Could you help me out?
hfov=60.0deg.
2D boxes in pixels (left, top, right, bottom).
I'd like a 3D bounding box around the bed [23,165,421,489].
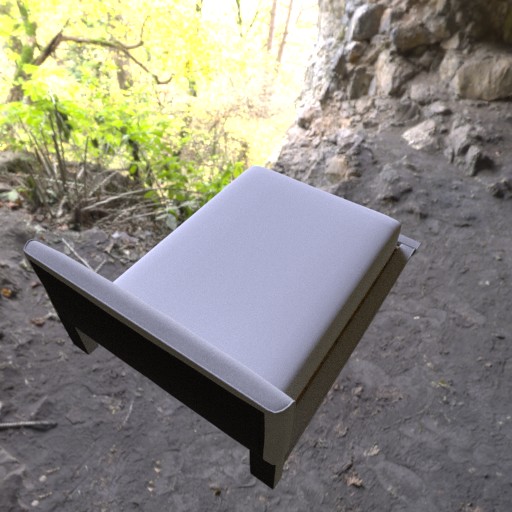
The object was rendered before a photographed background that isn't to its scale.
[{"bbox_3d":[0.000,0.000,3.274,1.840,1.067,2.368,26,52,23],"label":"bed"}]
